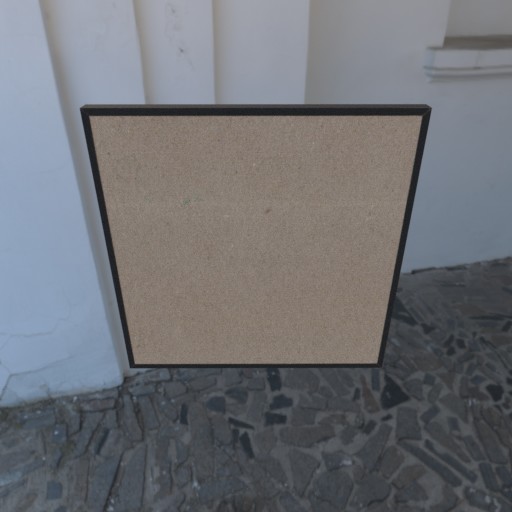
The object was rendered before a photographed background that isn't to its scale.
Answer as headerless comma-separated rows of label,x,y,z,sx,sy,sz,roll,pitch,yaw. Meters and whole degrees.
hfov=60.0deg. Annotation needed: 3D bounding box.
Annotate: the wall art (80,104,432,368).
wall art,0.000,0.000,1.165,0.762,0.762,0.038,0,30,0
